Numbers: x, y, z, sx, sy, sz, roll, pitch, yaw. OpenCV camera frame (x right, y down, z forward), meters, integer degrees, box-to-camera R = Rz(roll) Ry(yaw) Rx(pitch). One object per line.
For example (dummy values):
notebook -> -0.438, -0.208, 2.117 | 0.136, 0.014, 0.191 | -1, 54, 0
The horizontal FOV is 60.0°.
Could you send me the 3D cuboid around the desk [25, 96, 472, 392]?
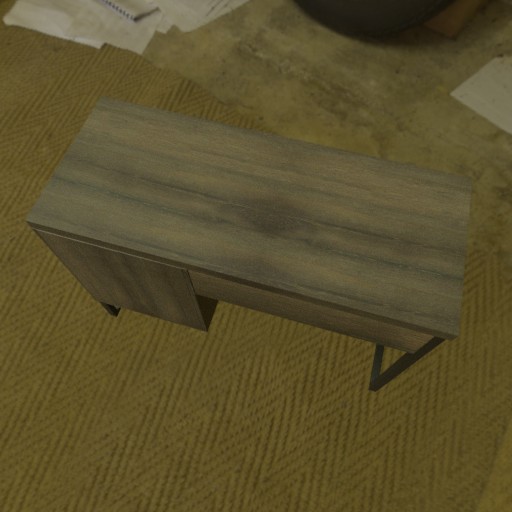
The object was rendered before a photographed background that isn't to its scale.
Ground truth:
desk -> 0.000, 0.000, 1.552 | 1.134, 0.752, 0.511 | 15, 64, 7
